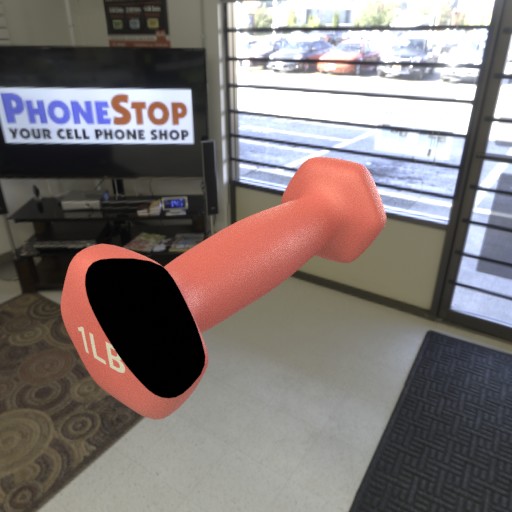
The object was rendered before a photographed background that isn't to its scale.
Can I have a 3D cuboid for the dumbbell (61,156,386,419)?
[{"bbox_3d":[0.000,0.000,0.148,0.047,0.043,0.123,19,32,32],"label":"dumbbell"}]
